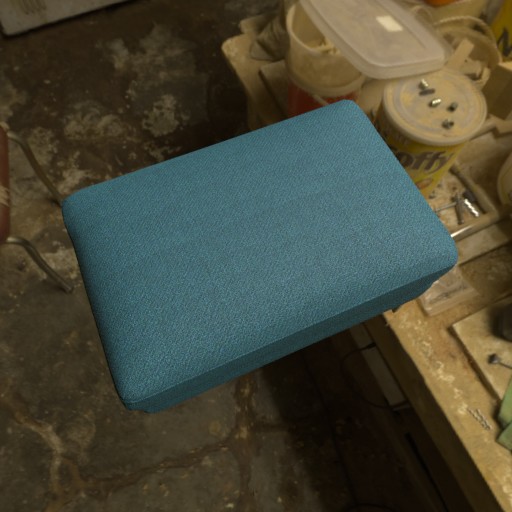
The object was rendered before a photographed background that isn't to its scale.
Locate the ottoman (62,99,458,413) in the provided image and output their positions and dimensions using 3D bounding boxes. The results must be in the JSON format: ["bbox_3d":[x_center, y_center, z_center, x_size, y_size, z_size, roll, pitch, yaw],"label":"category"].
[{"bbox_3d":[0.000,0.000,1.227,0.856,0.498,0.563,-22,66,-10],"label":"ottoman"}]
